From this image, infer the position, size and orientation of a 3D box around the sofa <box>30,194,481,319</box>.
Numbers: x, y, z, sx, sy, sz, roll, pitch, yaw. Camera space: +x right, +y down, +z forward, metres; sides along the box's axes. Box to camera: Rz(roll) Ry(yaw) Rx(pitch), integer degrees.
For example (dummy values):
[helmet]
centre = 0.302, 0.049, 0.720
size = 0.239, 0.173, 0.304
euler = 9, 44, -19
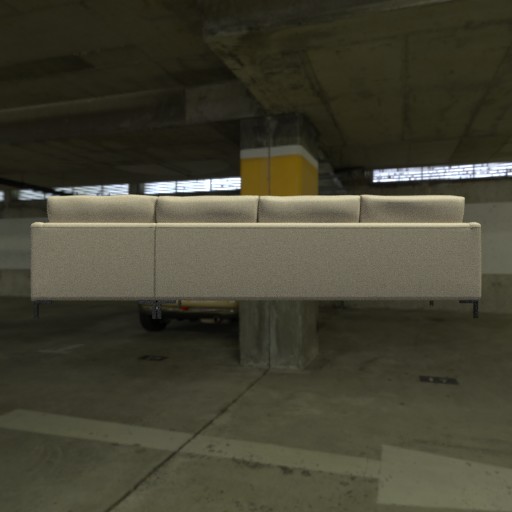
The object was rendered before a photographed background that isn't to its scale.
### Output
[sofa]
centre = 0.000, 0.000, 3.552
size = 2.737, 0.756, 1.879
euler = 0, 0, 0
